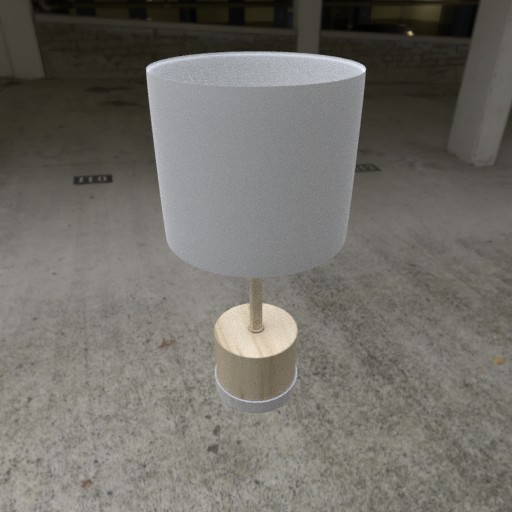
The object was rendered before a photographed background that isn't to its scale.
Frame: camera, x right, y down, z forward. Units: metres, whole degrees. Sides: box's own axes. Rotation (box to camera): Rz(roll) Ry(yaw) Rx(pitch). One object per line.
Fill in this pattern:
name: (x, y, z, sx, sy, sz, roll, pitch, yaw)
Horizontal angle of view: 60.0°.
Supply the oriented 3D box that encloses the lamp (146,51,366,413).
lamp: (0.000, 0.000, 0.589, 0.229, 0.470, 0.229, -9, 33, -15)
